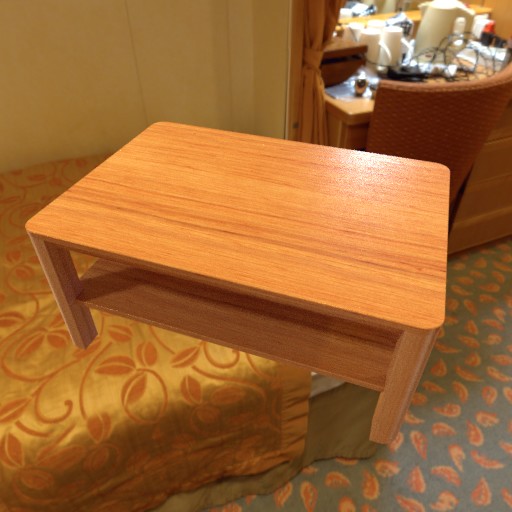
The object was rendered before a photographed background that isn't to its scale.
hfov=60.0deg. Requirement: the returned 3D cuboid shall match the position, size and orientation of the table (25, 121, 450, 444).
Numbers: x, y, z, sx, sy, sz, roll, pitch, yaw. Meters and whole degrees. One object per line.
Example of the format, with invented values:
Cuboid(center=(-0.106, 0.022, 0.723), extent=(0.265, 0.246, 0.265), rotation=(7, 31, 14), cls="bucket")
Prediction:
Cuboid(center=(0.000, 0.000, 1.354), extent=(0.997, 0.445, 0.696), rotation=(13, 42, 15), cls="table")
